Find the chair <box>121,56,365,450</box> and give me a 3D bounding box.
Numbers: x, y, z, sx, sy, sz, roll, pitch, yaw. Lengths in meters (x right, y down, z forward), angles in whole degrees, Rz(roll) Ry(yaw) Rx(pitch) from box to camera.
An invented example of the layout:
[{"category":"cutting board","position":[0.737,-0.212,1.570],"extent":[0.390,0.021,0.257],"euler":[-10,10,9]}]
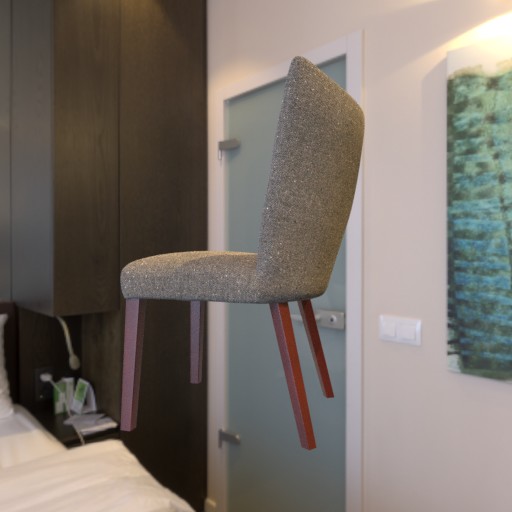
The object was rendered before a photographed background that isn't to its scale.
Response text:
[{"category":"chair","position":[0.000,0.000,1.313],"extent":[0.623,0.924,0.535],"euler":[0,1,16]}]
